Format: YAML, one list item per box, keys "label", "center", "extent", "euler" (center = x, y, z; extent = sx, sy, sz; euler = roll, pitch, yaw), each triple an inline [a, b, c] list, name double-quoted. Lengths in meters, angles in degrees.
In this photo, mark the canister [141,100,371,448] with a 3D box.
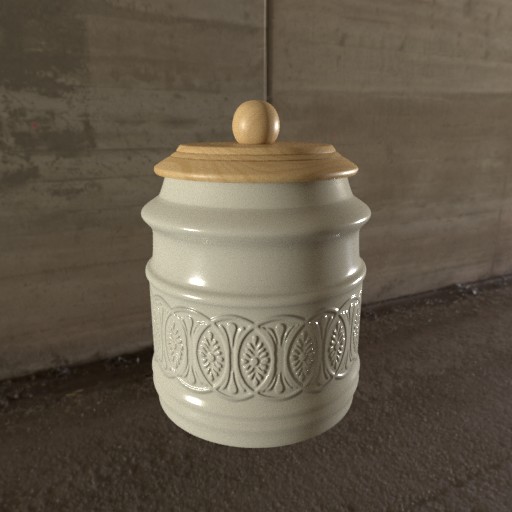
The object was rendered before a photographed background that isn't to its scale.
- label: "canister"
  center: [0.000, 0.000, 0.266]
  extent: [0.130, 0.176, 0.130]
  euler: [0, 16, 0]
